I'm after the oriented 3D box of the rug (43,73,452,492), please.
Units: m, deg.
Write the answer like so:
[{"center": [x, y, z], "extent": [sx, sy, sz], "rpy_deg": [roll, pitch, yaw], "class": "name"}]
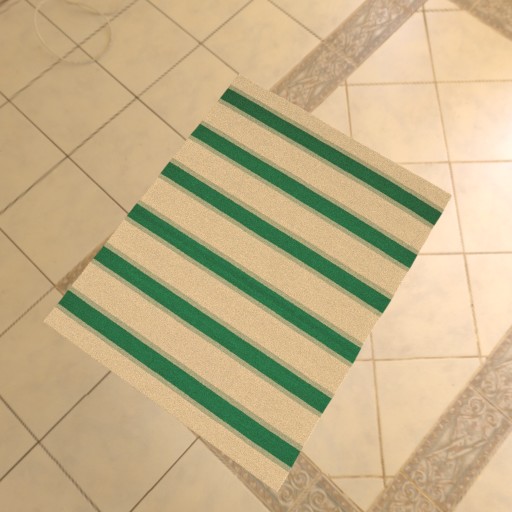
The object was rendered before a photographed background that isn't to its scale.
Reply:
[{"center": [0.000, 0.000, 4.012], "extent": [2.434, 0.019, 3.041], "rpy_deg": [33, 77, 8], "class": "rug"}]
